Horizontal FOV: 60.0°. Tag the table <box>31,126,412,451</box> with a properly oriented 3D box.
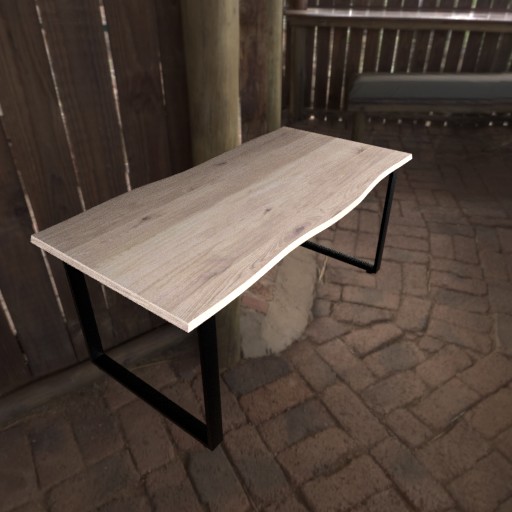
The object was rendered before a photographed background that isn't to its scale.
[{"bbox_3d":[0.000,0.000,2.325,0.900,0.780,1.800,22,39,30],"label":"table"}]
